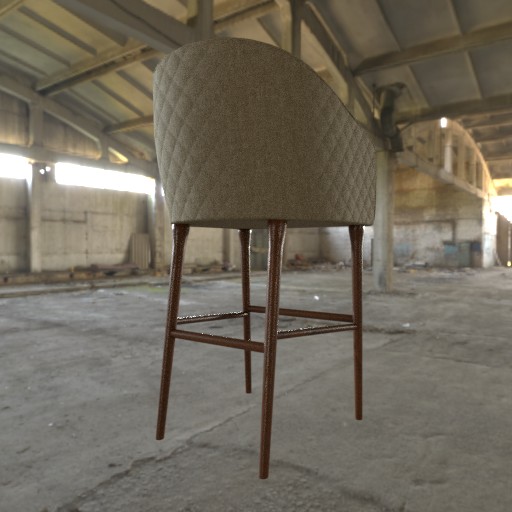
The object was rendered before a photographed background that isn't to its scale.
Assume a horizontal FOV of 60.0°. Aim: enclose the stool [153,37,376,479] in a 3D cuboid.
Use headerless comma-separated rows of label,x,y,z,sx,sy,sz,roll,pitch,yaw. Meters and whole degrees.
stool,0.000,0.000,1.370,0.559,1.078,0.607,1,1,36
